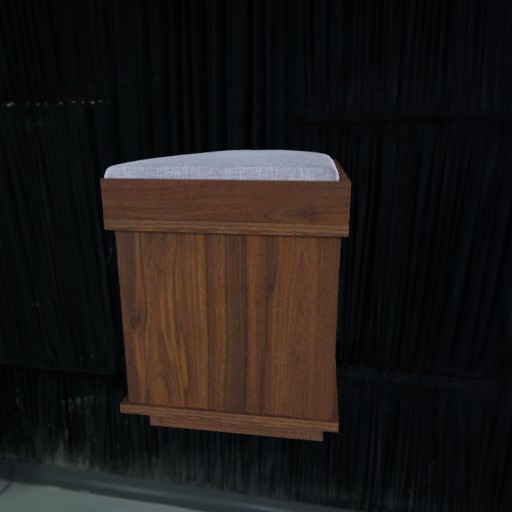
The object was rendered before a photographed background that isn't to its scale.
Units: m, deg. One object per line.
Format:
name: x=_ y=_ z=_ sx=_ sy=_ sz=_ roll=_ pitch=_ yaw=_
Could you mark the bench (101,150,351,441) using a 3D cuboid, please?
bench: x=0.000 y=0.000 z=1.009 sx=0.362 sy=0.461 sz=0.734 roll=2 pitch=15 yaw=8
